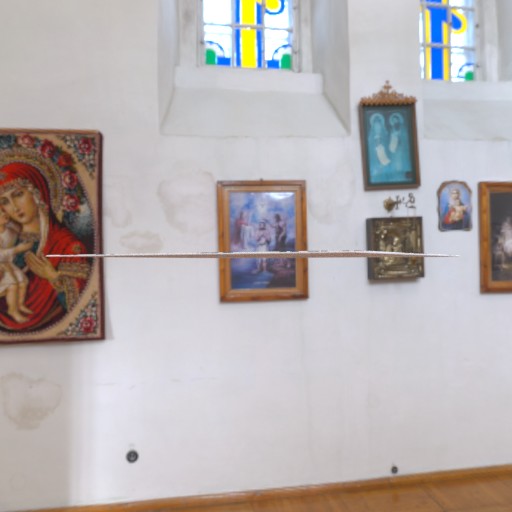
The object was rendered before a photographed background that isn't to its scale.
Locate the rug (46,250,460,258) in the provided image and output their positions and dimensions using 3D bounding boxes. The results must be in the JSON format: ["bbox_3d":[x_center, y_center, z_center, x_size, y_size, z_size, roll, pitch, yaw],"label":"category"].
[{"bbox_3d":[0.000,0.000,4.139,3.040,0.014,2.423,-1,-1,36],"label":"rug"}]
